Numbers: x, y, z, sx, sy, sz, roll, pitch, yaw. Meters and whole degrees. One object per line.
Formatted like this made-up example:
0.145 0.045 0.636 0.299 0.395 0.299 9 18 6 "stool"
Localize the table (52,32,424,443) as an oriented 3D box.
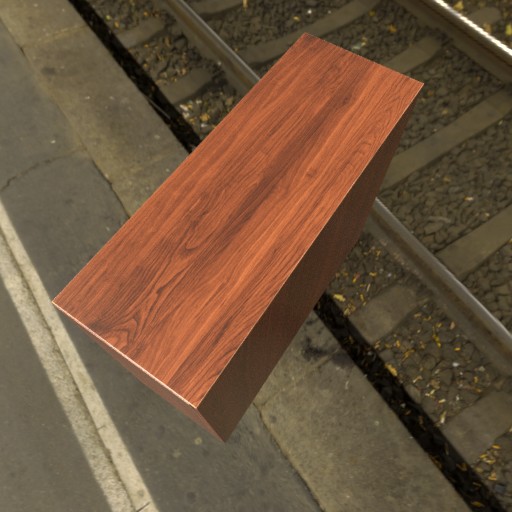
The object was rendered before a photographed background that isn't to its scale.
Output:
0.000 0.000 1.325 0.380 0.790 0.930 31 67 15 "table"
